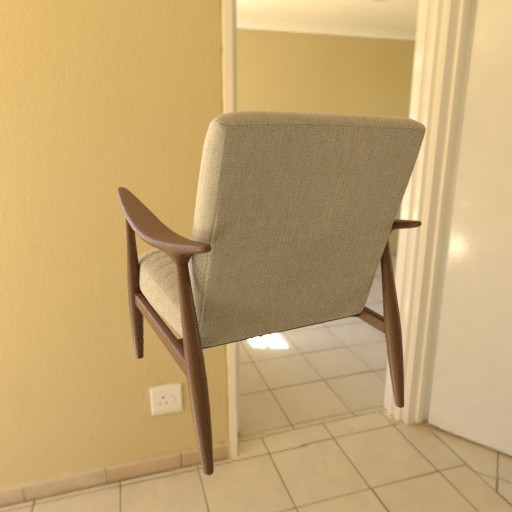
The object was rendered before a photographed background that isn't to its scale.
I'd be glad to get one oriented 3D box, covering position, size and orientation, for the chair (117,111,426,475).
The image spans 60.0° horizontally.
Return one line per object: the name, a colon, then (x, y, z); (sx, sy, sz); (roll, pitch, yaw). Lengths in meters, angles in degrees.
chair: (0.000, 0.000, 1.399); (0.741, 0.832, 0.798); (-7, 17, -25)
